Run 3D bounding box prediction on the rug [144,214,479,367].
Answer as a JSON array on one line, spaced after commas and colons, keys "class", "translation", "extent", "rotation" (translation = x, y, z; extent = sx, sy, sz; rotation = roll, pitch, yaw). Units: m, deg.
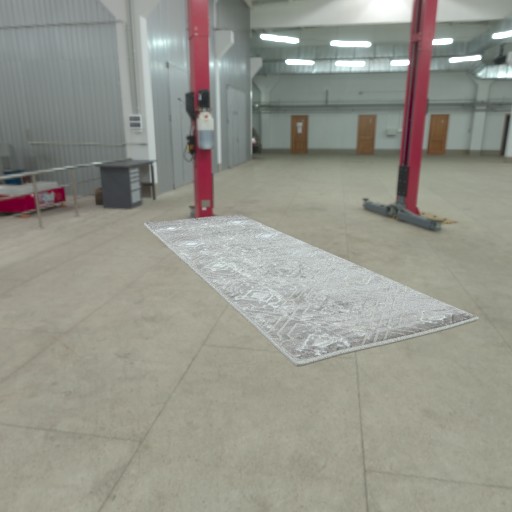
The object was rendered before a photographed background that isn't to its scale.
[{"class": "rug", "translation": [0.000, 0.000, 2.616], "extent": [0.832, 0.035, 2.381], "rotation": [-8, 18, -24]}]
